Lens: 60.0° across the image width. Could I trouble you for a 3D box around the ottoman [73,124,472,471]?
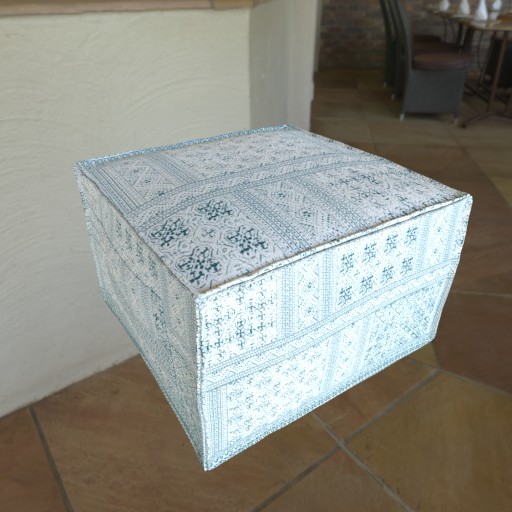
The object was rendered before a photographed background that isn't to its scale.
[{"bbox_3d":[0.000,0.000,1.024,0.626,0.439,0.617,-19,37,-28],"label":"ottoman"}]
